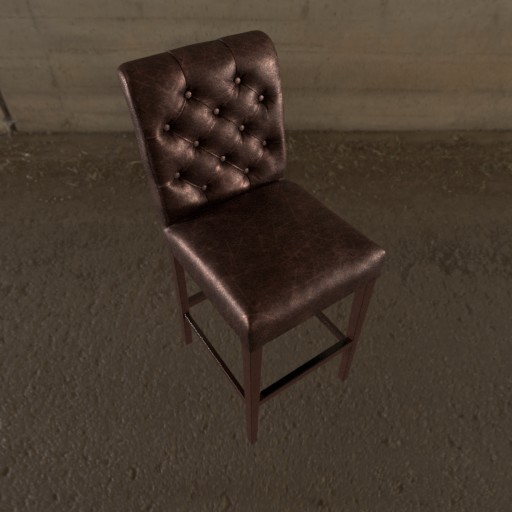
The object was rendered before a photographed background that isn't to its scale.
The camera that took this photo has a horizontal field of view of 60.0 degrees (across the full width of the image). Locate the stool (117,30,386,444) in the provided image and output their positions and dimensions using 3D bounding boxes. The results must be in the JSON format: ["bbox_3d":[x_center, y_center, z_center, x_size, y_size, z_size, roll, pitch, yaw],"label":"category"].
[{"bbox_3d":[0.000,0.000,1.463,0.483,1.168,0.659,-26,51,-23],"label":"stool"}]
